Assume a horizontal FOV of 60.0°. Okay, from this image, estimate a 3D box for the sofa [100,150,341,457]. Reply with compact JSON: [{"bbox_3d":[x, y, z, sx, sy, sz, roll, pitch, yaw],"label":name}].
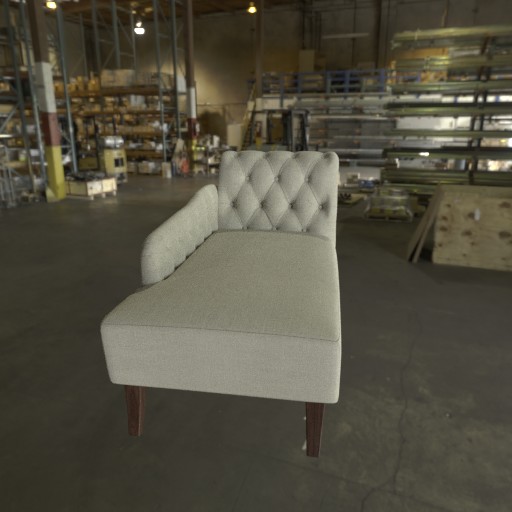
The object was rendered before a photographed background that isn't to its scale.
[{"bbox_3d":[0.000,0.000,1.821,0.675,0.787,1.379,3,16,9],"label":"sofa"}]
